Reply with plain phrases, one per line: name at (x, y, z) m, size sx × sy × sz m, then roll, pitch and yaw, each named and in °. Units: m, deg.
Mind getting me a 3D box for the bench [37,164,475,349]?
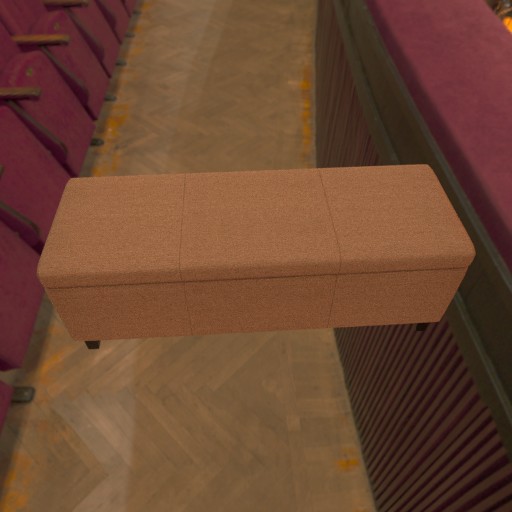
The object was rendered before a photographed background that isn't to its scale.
bench at (0.000, 0.000, 1.537) m, size 1.269 × 0.438 × 0.446 m, roll -3°, pitch 48°, yaw -2°
